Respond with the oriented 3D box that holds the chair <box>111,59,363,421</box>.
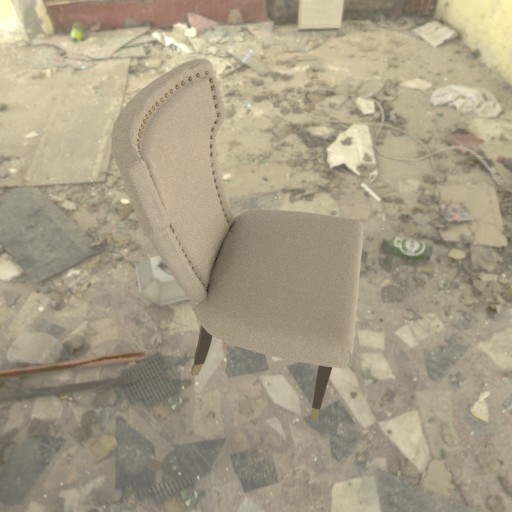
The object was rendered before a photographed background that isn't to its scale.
[{"bbox_3d":[0.000,0.000,1.329,0.630,0.950,0.526,9,48,8],"label":"chair"}]
